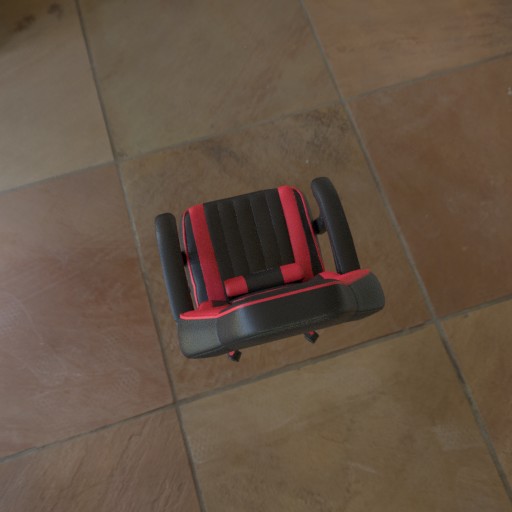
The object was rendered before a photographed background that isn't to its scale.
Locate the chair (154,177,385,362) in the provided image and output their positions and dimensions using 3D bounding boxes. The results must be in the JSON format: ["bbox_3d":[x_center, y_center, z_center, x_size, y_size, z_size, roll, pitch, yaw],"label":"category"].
[{"bbox_3d":[0.000,0.000,1.618,0.700,1.220,0.700,-14,74,-4],"label":"chair"}]
